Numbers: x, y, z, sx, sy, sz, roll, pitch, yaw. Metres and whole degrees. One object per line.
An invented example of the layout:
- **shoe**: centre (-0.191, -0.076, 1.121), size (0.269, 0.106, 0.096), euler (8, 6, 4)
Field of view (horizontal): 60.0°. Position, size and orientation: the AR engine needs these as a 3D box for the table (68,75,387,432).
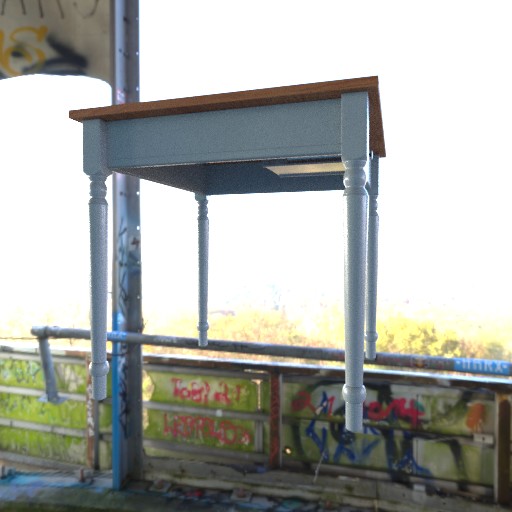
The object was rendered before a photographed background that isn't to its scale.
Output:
- **table**: centre (0.000, 0.000, 1.355), size (0.747, 0.738, 0.747), euler (0, 1, 18)
